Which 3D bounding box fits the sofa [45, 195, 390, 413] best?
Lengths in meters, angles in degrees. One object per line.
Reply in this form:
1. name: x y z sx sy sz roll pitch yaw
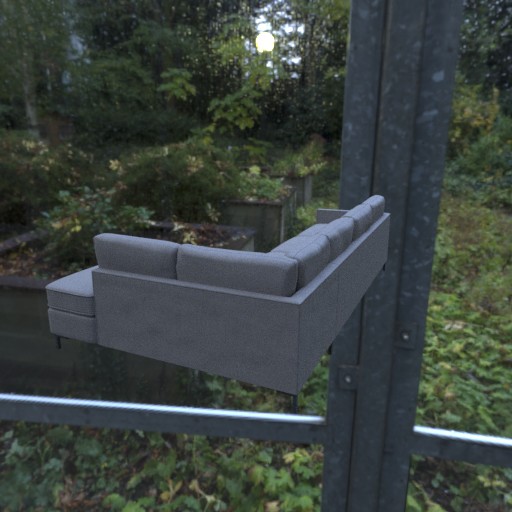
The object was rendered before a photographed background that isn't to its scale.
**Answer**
1. sofa: 0.000 0.000 4.441 2.077 0.964 3.331 7 17 24
